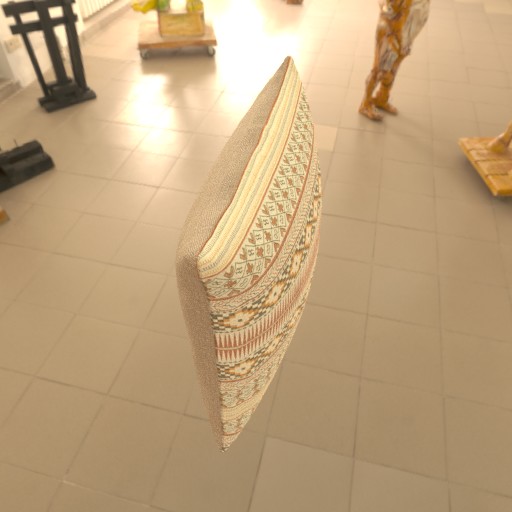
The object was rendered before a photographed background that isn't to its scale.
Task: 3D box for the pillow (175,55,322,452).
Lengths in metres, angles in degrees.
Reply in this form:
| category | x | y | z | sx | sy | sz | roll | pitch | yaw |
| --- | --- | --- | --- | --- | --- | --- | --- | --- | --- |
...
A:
| category | x | y | z | sx | sy | sz | roll | pitch | yaw |
| --- | --- | --- | --- | --- | --- | --- | --- | --- | --- |
| pillow | 0.000 | 0.000 | 0.801 | 0.215 | 0.519 | 0.521 | 10 | 47 | 10 |
